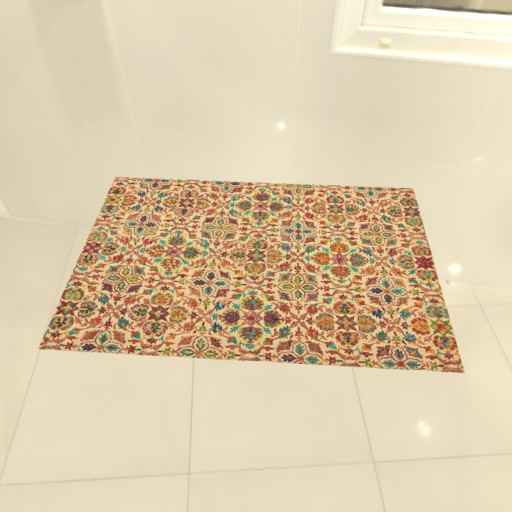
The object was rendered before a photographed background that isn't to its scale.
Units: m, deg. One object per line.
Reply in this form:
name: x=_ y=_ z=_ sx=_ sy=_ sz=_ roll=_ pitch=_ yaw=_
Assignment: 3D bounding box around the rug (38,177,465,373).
rug: x=0.000 y=0.000 z=2.315 sx=1.838 sy=0.013 sz=1.226 roll=3 pitch=47 yaw=2
